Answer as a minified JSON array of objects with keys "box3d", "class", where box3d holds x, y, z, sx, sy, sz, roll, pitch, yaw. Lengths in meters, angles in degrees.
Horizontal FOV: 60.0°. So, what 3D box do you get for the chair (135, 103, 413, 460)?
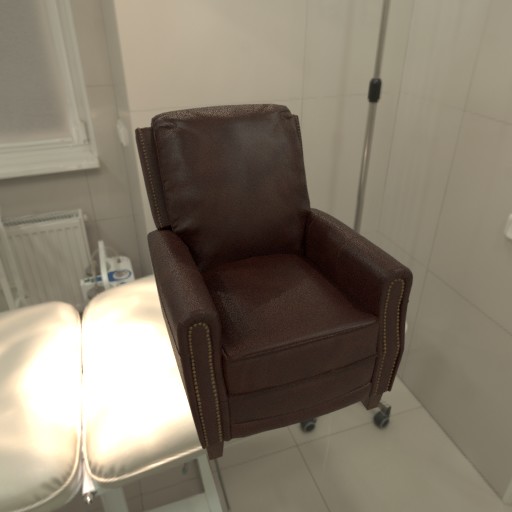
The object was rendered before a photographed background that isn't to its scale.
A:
[{"box3d":[0.000,0.000,1.815,0.826,1.022,1.089,-10,32,-17],"class":"chair"}]
